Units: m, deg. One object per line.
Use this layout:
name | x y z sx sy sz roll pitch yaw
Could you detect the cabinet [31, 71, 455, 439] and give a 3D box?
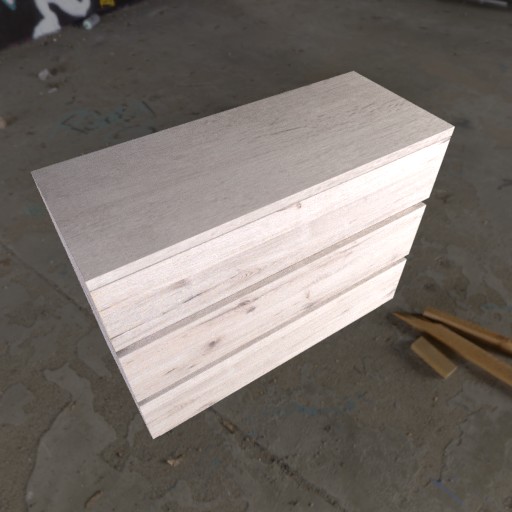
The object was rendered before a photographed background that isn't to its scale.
cabinet | 0.000 0.000 1.452 1.040 0.820 0.420 -25 51 -22
